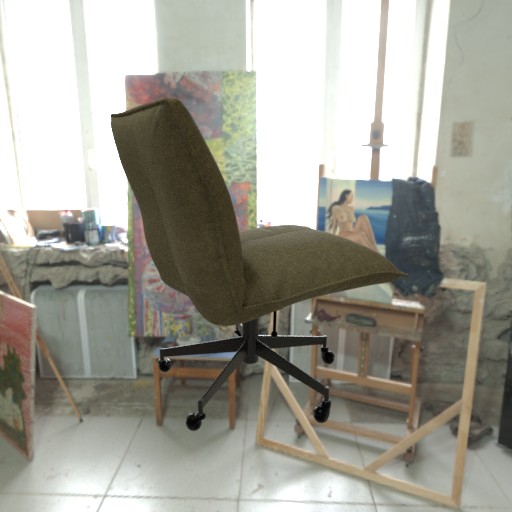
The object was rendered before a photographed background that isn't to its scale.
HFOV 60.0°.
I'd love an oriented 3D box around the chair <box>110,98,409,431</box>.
[{"bbox_3d":[0.000,0.000,1.297,0.696,0.811,0.597,-7,15,-26],"label":"chair"}]
